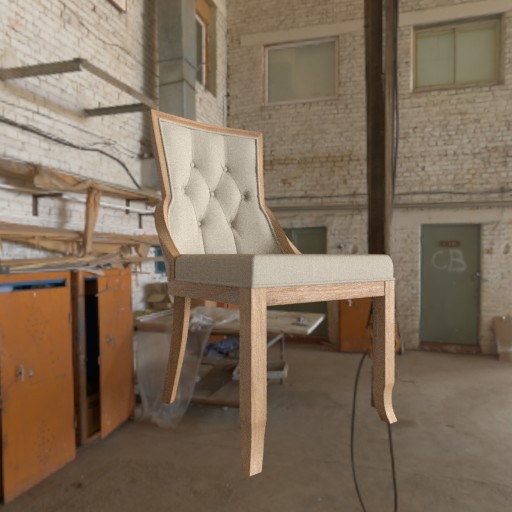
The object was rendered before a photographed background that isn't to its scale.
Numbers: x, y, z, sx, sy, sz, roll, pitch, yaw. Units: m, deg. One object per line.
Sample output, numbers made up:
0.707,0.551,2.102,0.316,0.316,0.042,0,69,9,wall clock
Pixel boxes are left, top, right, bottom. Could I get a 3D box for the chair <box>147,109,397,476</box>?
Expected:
0.000,0.000,1.358,0.524,0.947,0.641,0,0,-37,chair
